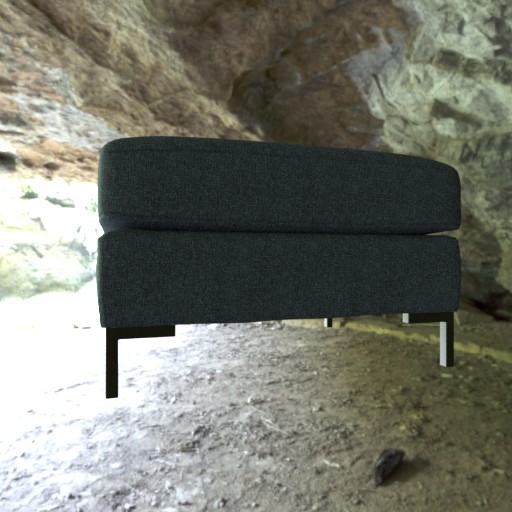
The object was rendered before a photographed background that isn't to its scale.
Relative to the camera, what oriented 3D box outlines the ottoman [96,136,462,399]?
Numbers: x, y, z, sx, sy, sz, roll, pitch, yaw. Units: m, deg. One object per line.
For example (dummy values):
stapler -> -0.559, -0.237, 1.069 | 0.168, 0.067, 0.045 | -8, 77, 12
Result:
ottoman -> 0.000, 0.000, 1.252 | 0.831, 0.533, 0.695 | 0, 0, -18
